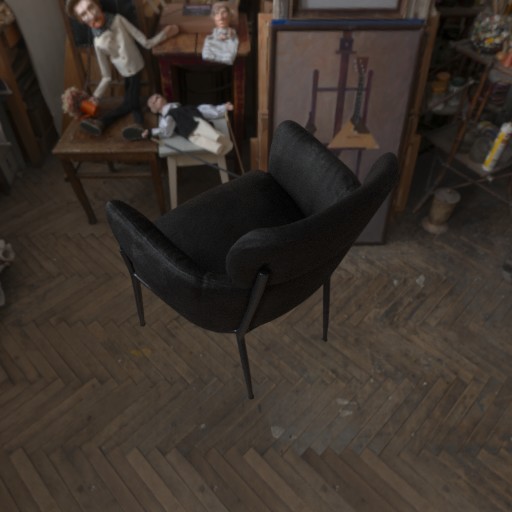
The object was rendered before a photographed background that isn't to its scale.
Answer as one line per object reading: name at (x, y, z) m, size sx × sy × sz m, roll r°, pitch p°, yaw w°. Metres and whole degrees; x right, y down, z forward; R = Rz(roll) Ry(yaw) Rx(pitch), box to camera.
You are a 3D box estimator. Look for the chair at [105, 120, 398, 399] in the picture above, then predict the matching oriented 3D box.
chair at (0.000, 0.000, 1.282) m, size 0.640 × 0.818 × 0.604 m, roll -31°, pitch 56°, yaw -24°
